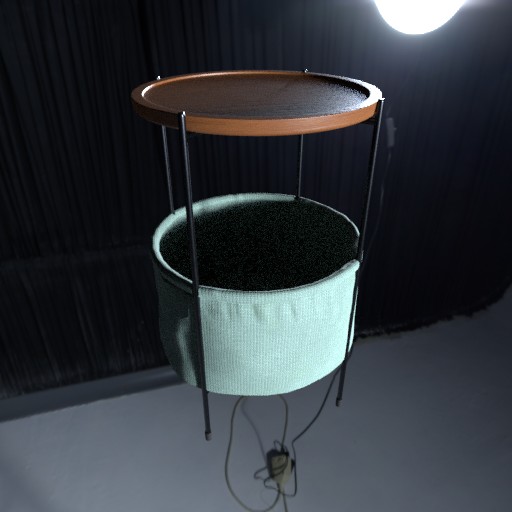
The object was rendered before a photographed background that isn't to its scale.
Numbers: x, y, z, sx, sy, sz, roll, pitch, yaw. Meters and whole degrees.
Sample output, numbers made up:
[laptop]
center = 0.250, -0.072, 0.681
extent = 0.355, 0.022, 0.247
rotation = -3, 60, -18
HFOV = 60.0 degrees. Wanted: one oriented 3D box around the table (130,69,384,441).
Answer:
[table]
center = 0.000, 0.000, 0.858
extent = 0.400, 0.623, 0.400
rotation = -9, 32, -14
